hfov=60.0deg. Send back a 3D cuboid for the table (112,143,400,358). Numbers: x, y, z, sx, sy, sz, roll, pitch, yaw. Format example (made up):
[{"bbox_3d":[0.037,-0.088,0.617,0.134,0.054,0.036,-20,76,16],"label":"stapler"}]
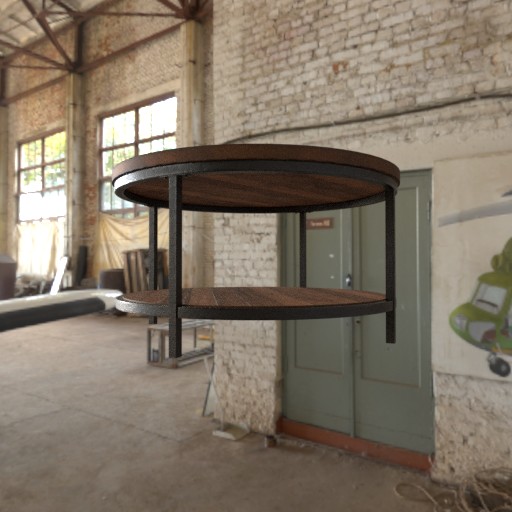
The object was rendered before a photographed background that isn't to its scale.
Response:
[{"bbox_3d":[0.000,0.000,1.350,0.837,0.462,0.837,0,-1,0],"label":"table"}]
